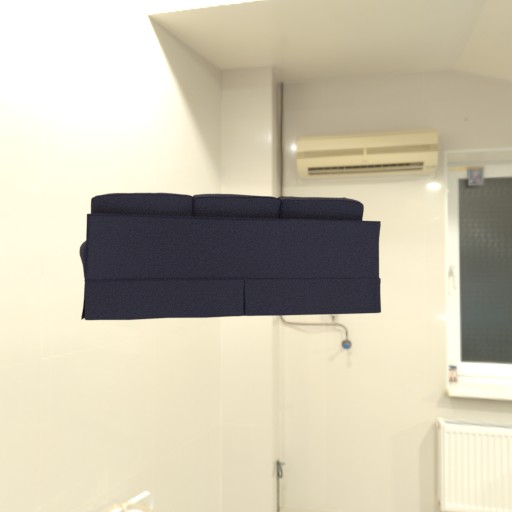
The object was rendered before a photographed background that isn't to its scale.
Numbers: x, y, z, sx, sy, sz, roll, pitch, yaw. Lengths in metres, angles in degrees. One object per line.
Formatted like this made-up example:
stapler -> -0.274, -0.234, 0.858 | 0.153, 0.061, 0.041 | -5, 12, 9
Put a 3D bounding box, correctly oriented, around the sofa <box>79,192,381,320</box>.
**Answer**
sofa -> 0.000, 0.000, 5.166 | 2.874, 1.169, 3.773 | 0, -1, 19
